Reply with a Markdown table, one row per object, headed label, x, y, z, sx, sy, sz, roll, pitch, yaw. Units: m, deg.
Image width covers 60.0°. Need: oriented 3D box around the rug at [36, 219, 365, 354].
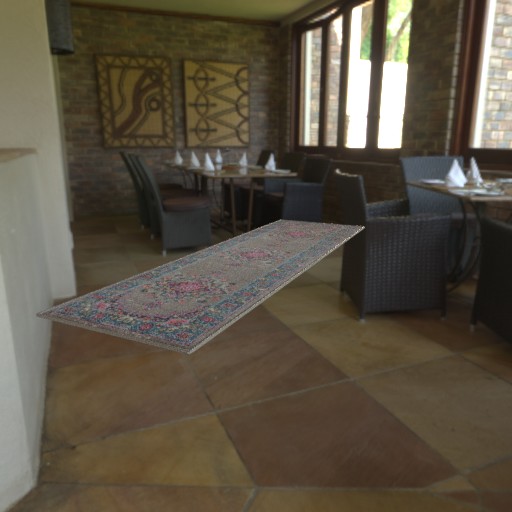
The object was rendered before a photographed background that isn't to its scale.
| label | x | y | z | sx | sy | sz | roll | pitch | yaw |
| --- | --- | --- | --- | --- | --- | --- | --- | --- | --- |
| rug | 0.000 | 0.000 | 1.984 | 0.553 | 0.012 | 1.827 | 7 | 16 | 26 |
